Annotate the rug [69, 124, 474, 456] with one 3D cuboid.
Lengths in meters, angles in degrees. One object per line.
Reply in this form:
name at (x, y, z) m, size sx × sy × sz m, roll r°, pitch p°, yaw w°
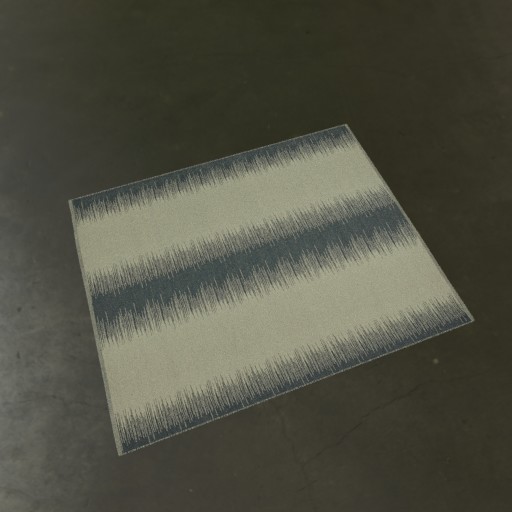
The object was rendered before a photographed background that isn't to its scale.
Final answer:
rug at (0.000, 0.000, 4.037) m, size 3.037 × 0.004 × 2.453 m, roll -18°, pitch 62°, yaw -10°
